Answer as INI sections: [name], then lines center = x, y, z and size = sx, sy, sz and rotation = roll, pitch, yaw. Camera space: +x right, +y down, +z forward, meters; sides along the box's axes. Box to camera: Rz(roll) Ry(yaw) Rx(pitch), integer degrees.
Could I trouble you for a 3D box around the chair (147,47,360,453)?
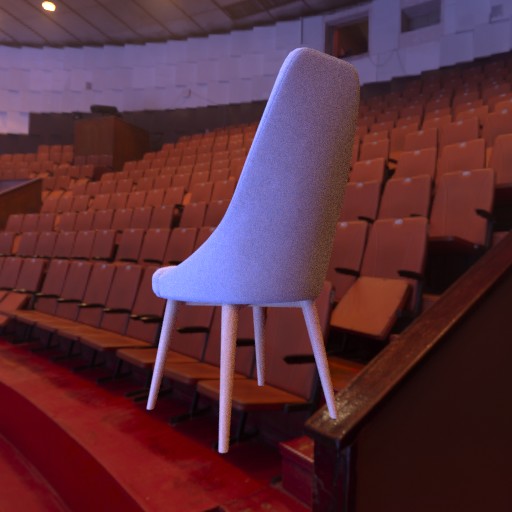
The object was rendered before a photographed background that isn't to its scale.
[chair]
center = 0.000, 0.000, 1.404
size = 0.510, 1.040, 0.660
rotation = 0, 0, -36
